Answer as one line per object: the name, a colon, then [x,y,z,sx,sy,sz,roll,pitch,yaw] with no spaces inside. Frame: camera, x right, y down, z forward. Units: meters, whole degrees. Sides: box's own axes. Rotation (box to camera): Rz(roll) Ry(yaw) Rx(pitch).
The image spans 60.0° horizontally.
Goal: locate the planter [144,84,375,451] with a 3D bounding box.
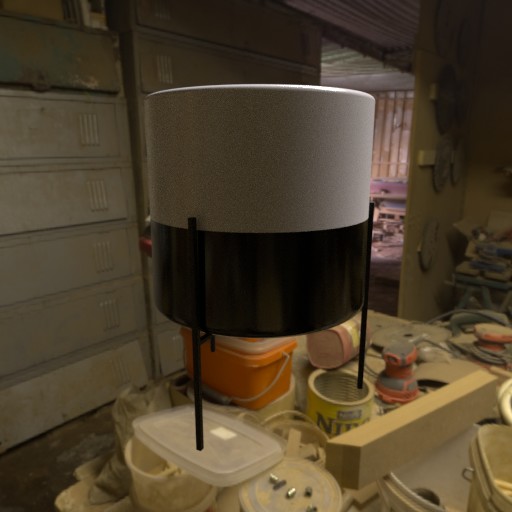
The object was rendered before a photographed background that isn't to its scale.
planter: [0.000,0.000,0.643,0.310,0.432,0.310,13,19,42]
